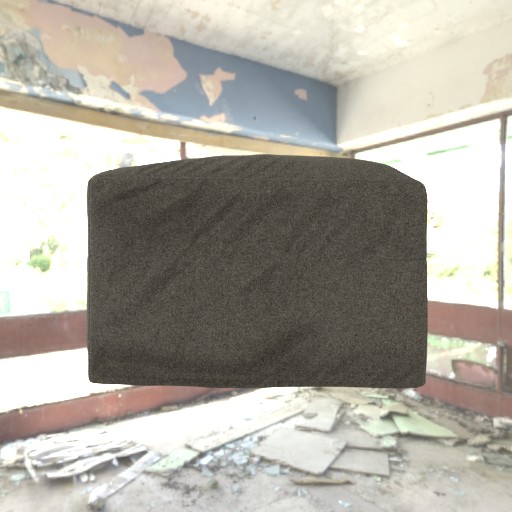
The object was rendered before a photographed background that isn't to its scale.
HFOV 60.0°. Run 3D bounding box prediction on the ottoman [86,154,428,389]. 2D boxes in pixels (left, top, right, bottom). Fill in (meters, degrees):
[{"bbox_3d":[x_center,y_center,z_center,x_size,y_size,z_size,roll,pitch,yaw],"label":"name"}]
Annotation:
[{"bbox_3d":[0.000,0.000,1.223,0.683,0.481,0.837,0,1,-1],"label":"ottoman"}]
